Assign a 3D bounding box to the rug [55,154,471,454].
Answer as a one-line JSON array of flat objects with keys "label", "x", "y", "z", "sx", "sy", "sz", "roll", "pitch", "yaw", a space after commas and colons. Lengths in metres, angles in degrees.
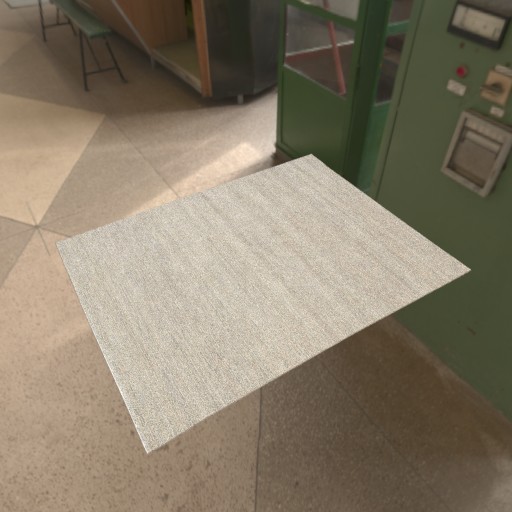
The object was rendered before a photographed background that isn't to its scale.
[{"label": "rug", "x": 0.000, "y": 0.000, "z": 4.814, "sx": 3.626, "sy": 0.051, "sz": 2.757, "roll": -23, "pitch": 48, "yaw": -22}]
